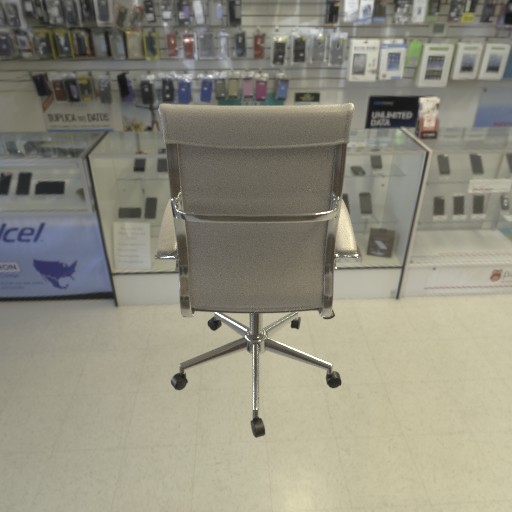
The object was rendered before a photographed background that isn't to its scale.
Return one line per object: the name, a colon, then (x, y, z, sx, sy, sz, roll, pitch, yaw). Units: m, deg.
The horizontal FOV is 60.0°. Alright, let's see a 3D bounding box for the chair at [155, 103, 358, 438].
chair: (0.000, 0.000, 1.546, 0.679, 1.149, 0.667, 0, 31, 0)
